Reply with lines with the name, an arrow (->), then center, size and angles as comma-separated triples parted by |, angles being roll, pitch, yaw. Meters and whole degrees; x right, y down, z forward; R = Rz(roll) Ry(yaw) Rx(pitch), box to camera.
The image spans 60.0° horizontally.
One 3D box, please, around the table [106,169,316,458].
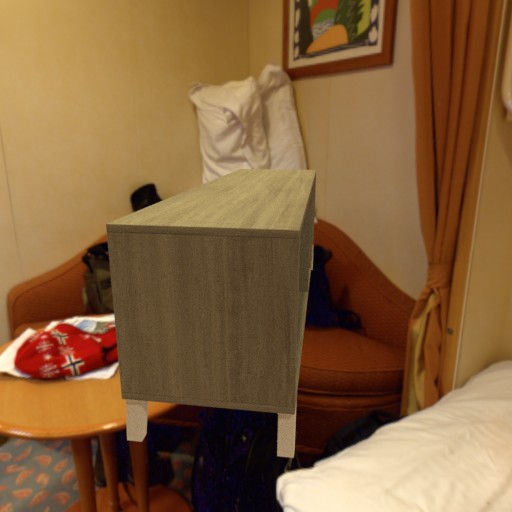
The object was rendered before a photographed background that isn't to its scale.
table -> 0.000, 0.000, 1.673 | 0.400, 0.530, 1.500 | 2, 16, 8
